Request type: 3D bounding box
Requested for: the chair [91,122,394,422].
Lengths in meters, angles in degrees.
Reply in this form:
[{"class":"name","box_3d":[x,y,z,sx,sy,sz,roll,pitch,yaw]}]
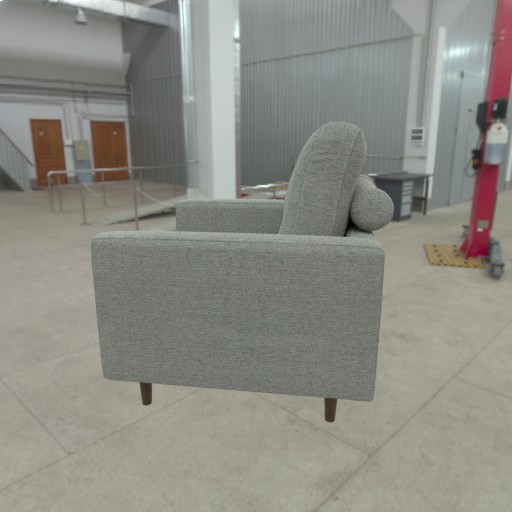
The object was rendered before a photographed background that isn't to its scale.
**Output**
[{"class":"chair","box_3d":[0.000,0.000,1.556,0.843,0.880,0.821,2,15,8]}]
